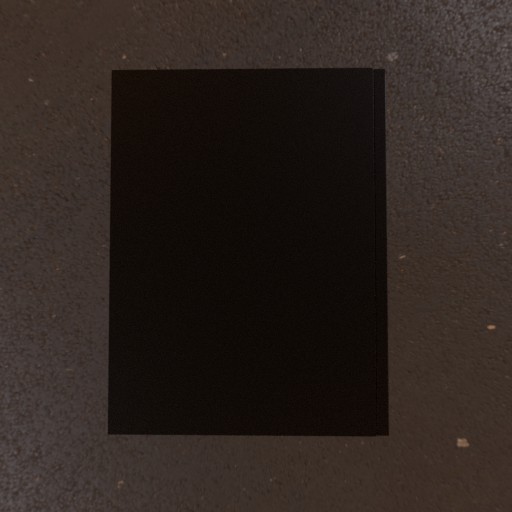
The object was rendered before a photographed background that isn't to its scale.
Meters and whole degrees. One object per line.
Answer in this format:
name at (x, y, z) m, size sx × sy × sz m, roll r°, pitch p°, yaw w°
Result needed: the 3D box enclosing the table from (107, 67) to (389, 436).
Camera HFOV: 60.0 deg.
table at (0.000, 0.000, 0.971) m, size 0.441 × 0.584 × 0.564 m, roll 0°, pitch 88°, yaw 1°
